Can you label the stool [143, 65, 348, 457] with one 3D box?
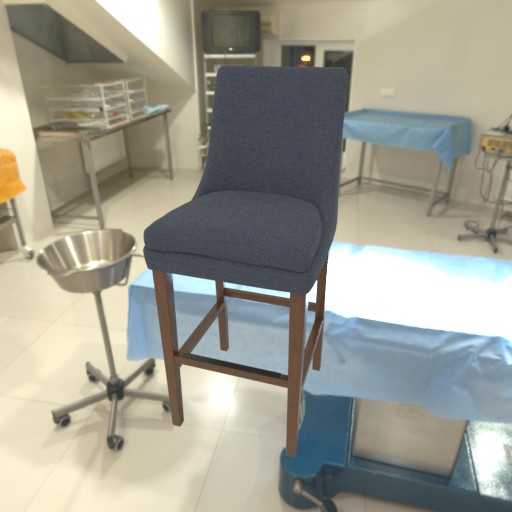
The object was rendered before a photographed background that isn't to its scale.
[{"bbox_3d":[0.000,0.000,1.398,0.470,1.078,0.577,8,27,16],"label":"stool"}]
